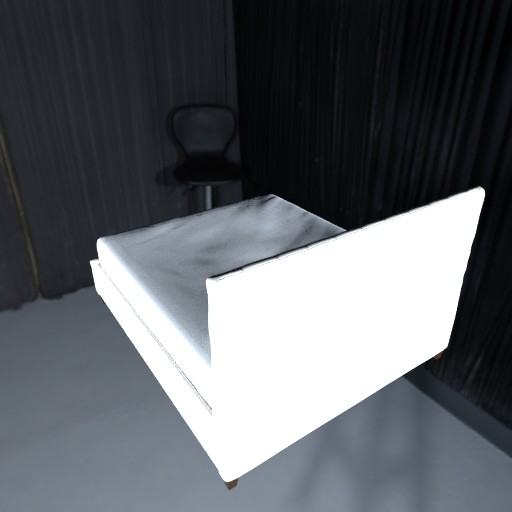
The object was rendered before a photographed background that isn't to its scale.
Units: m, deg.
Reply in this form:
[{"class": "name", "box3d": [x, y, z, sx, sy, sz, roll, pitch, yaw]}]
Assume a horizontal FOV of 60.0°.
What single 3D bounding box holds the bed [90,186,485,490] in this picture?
[{"class": "bed", "box3d": [0.000, 0.000, 3.565, 2.078, 1.427, 2.387, -18, 34, -30]}]
